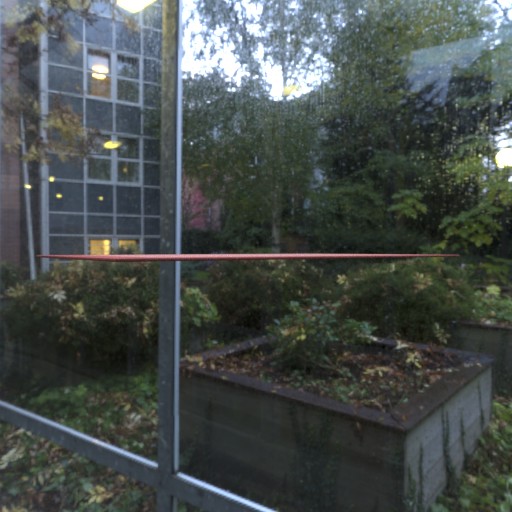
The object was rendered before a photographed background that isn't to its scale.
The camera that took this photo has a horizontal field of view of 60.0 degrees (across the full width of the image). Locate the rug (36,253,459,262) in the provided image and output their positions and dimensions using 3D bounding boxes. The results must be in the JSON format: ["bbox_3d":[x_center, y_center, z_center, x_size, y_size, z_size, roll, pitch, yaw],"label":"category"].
[{"bbox_3d":[0.000,0.000,2.999,2.438,0.014,1.524,-1,1,-37],"label":"rug"}]
